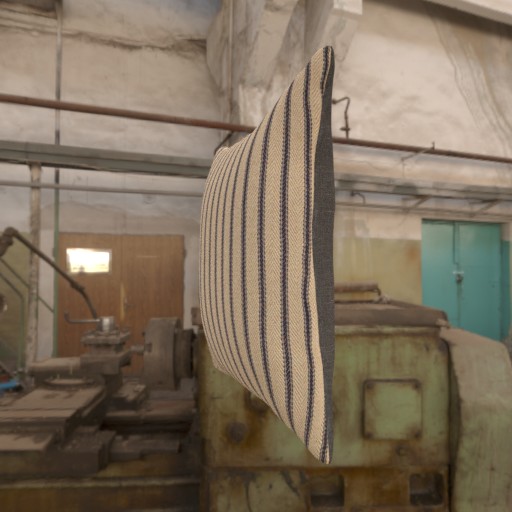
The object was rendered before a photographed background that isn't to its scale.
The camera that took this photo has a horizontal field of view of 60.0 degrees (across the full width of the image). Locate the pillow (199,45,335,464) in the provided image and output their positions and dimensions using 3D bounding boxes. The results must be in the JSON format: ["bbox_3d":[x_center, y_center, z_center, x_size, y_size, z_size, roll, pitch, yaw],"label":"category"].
[{"bbox_3d":[0.000,0.000,0.685,0.138,0.444,0.468,0,-1,-20],"label":"pillow"}]
